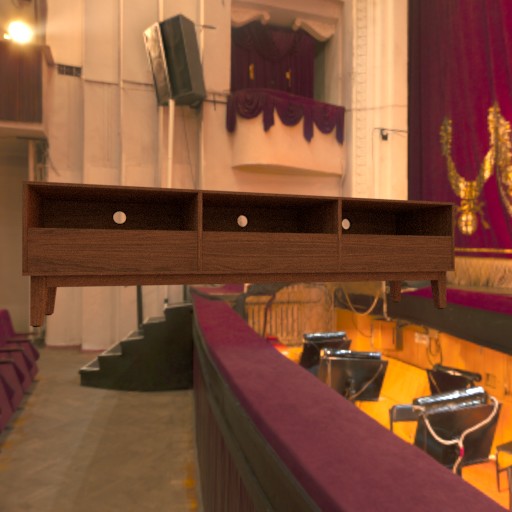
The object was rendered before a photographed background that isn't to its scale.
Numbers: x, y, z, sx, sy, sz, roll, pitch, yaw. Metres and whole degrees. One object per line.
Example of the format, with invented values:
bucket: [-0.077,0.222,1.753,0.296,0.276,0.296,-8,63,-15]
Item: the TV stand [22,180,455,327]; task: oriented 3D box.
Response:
TV stand: [0.000,0.000,1.630,1.482,0.409,0.366,0,0,-19]
